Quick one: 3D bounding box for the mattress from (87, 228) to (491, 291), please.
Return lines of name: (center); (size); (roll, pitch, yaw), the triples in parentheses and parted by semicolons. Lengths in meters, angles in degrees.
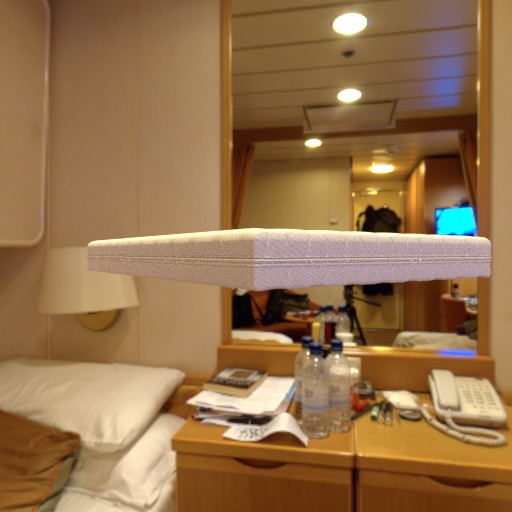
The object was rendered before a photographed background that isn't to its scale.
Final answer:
mattress: (0.000, 0.000, 2.567); (1.400, 0.200, 2.000); (0, 1, -35)
